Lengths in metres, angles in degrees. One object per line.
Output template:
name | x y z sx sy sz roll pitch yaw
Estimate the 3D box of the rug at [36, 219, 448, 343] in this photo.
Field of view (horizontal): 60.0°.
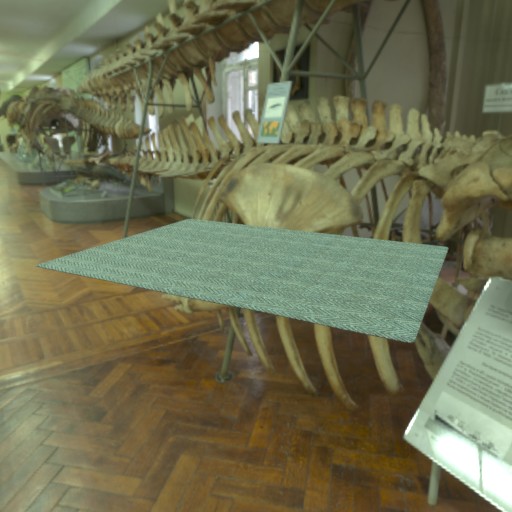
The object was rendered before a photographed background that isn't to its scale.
rug | 0.000 0.000 5.197 3.957 0.011 2.894 8 18 26
